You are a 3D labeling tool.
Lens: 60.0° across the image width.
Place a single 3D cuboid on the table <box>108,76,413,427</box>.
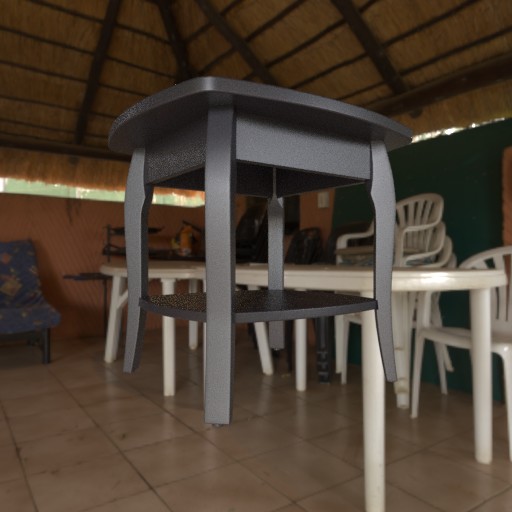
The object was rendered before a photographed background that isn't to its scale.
[{"bbox_3d":[0.000,0.000,0.841,0.508,0.457,0.457,0,0,-35],"label":"table"}]
